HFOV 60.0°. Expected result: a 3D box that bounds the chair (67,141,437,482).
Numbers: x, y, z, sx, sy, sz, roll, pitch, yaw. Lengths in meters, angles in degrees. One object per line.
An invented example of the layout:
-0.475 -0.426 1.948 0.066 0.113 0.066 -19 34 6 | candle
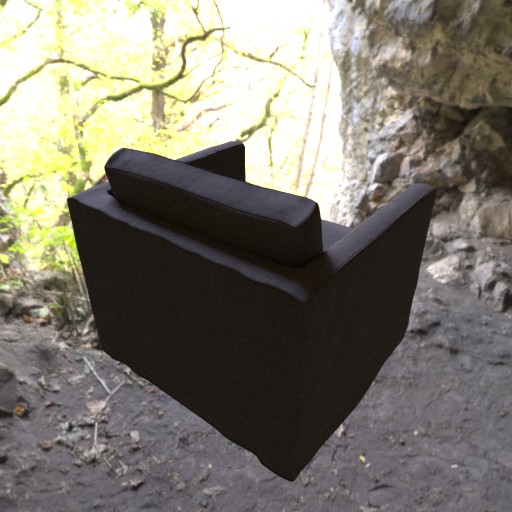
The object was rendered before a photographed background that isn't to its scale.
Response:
0.000 0.000 1.758 1.057 0.863 0.949 22 37 32 | chair
